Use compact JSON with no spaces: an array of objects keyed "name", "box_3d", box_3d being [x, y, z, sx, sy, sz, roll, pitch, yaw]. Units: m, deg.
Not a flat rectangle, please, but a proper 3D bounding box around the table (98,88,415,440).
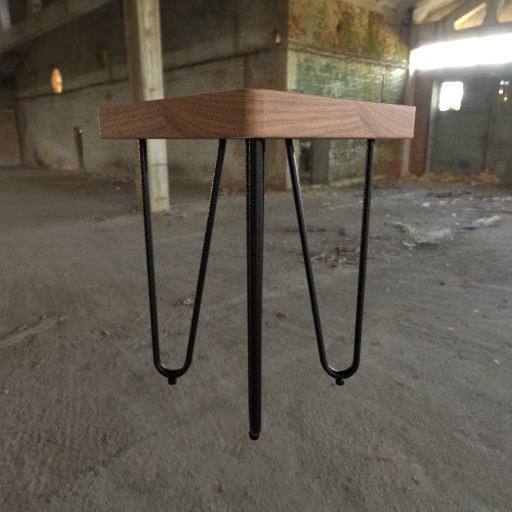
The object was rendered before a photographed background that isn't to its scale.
[{"name":"table","box_3d":[0.000,0.000,1.002,0.479,0.641,0.480,-14,20,-43]}]
